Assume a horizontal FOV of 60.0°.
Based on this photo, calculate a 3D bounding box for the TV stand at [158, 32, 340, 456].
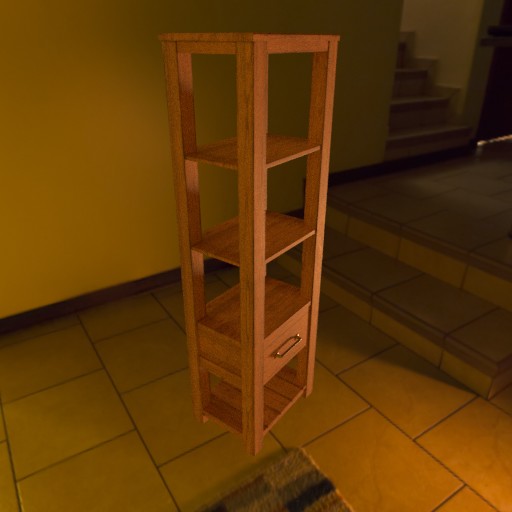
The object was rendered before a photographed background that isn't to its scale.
[{"bbox_3d":[0.000,0.000,2.039,0.435,1.828,0.565,18,31,33],"label":"TV stand"}]
